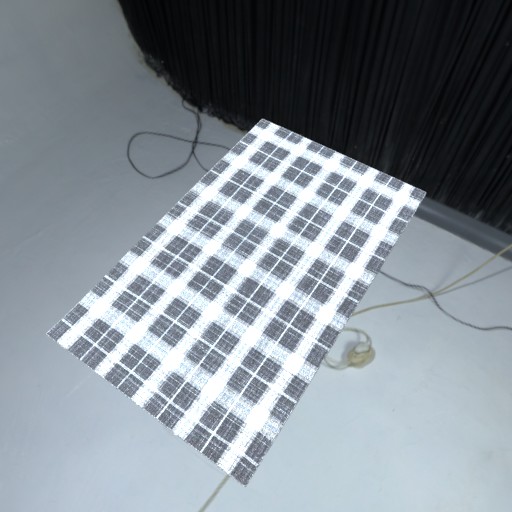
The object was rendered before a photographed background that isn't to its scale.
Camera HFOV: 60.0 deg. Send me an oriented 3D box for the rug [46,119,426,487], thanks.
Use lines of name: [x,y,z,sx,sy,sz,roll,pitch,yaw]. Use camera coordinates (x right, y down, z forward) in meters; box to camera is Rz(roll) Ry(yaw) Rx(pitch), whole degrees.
rug: [0.000,0.000,3.073,1.520,0.015,2.434,30,62,18]
